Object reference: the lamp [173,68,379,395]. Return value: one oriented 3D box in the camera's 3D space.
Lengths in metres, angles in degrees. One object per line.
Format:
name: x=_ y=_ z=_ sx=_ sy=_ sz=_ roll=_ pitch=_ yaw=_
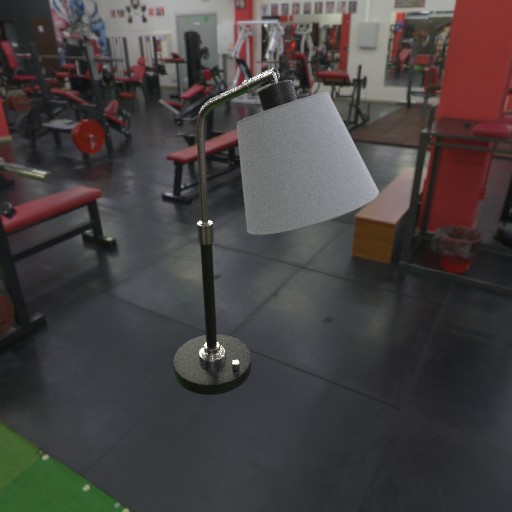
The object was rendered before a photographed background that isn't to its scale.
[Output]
lamp: x=0.000 y=0.000 z=0.685 sx=0.348 sy=0.539 sz=0.181 roll=17 pitch=31 yaw=30
